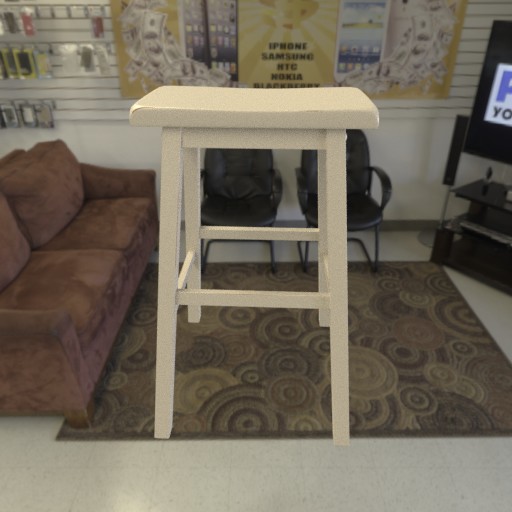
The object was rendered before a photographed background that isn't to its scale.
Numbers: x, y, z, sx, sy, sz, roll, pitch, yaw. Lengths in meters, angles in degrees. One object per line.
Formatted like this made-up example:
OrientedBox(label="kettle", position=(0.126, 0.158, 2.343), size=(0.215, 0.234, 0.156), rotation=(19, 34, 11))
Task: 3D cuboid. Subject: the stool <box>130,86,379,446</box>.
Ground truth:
OrientedBox(label="stool", position=(0.000, 0.000, 1.066), size=(0.457, 0.737, 0.476), rotation=(1, 29, 2))
